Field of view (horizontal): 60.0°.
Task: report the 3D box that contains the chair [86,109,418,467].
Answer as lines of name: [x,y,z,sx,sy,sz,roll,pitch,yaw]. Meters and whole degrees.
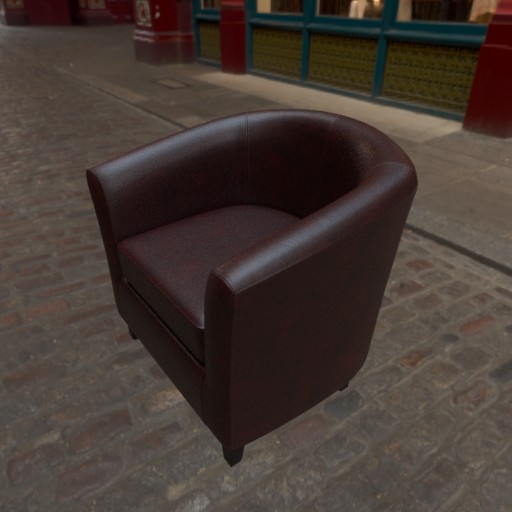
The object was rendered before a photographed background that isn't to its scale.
chair: [0.000,0.000,1.374,0.727,0.756,0.792,-22,38,-31]
